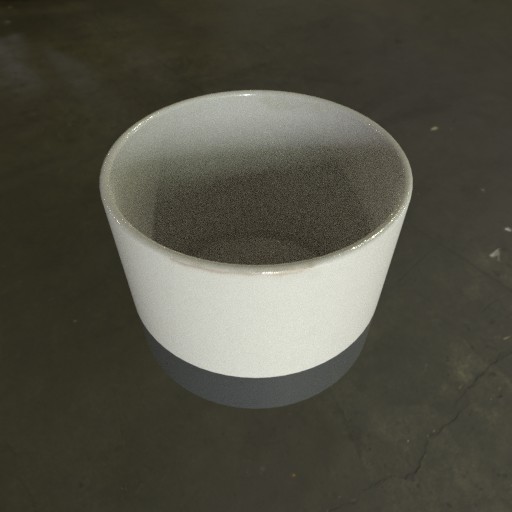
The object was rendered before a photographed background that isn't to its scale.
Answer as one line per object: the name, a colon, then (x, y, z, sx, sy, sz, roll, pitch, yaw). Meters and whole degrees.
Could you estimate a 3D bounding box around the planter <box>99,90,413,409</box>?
planter: (0.000, 0.000, 0.343, 0.193, 0.177, 0.193, 0, 46, 0)
